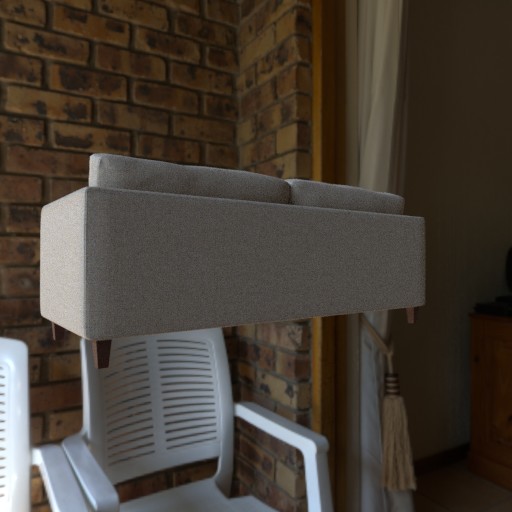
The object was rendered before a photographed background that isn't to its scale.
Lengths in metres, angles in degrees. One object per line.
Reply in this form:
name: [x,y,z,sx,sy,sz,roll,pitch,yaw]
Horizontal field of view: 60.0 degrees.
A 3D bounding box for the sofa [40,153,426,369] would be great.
sofa: [0.000,0.000,2.894,2.434,0.965,0.951,0,0,-36]
